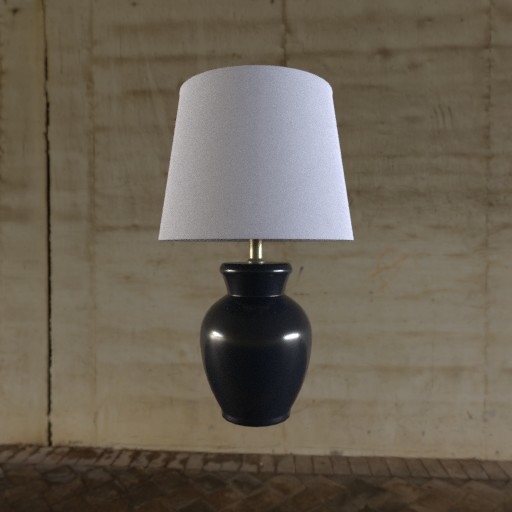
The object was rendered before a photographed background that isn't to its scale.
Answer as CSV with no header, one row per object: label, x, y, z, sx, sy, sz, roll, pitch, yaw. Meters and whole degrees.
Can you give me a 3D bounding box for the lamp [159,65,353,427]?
lamp,0.000,0.000,0.557,0.239,0.399,0.239,0,1,0
